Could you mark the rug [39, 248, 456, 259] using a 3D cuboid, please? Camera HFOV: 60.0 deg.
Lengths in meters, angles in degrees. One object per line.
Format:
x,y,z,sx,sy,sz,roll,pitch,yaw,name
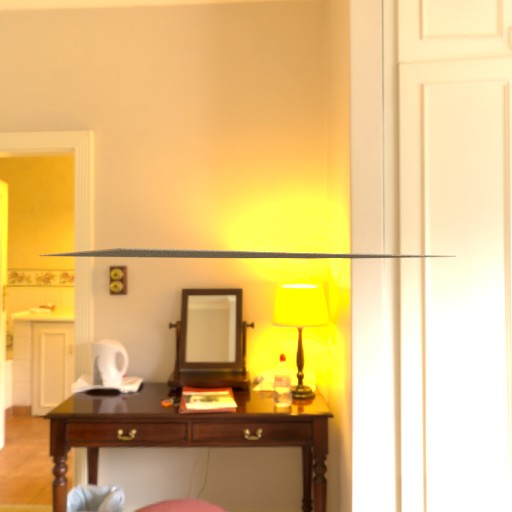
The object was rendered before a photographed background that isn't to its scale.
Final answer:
0.000,0.000,3.034,2.438,0.008,1.523,1,-1,-37,rug
